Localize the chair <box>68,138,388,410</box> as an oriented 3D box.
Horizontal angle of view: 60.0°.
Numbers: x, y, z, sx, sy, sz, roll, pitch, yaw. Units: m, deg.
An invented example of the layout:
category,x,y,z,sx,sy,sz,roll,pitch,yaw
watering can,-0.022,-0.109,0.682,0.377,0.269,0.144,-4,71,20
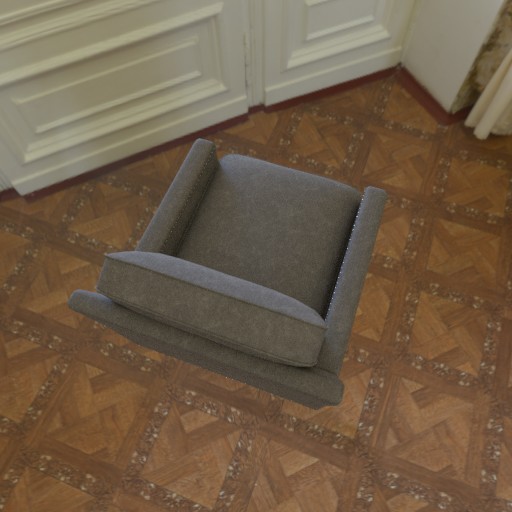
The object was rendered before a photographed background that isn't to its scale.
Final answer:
category,x,y,z,sx,sy,sz,roll,pitch,yaw
chair,0.000,0.000,1.759,0.853,0.948,1.014,18,64,9
